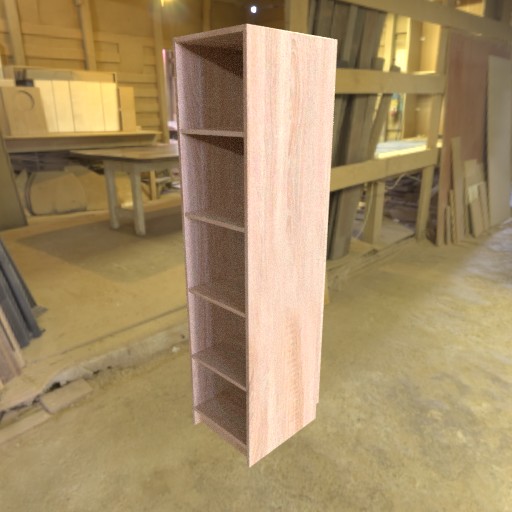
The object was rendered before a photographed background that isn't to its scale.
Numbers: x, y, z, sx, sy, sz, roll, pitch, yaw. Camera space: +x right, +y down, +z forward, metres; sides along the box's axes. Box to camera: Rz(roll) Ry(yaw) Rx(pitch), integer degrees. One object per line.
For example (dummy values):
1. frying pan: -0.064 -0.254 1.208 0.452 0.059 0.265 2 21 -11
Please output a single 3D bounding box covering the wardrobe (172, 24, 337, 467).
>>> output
1. wardrobe: 0.000 0.000 2.384 0.588 2.117 0.496 -17 25 -42
